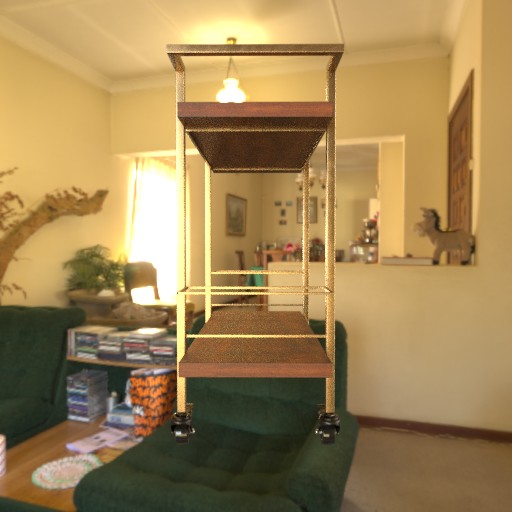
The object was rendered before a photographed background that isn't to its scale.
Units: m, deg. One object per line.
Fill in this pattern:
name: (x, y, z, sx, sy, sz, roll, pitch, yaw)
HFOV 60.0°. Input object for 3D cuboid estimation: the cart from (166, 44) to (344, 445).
cart: (0.000, 0.000, 1.175, 0.364, 0.807, 0.695, 0, 2, 0)
